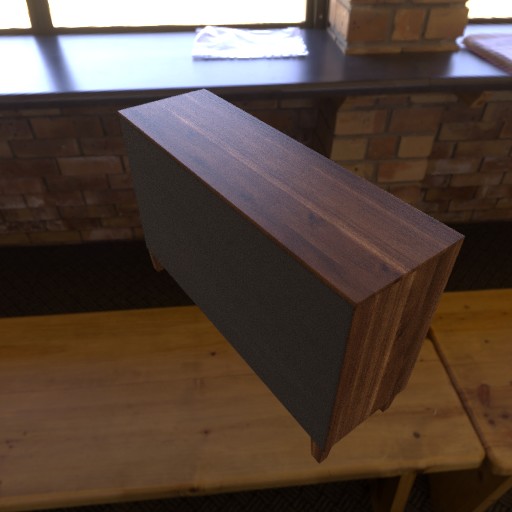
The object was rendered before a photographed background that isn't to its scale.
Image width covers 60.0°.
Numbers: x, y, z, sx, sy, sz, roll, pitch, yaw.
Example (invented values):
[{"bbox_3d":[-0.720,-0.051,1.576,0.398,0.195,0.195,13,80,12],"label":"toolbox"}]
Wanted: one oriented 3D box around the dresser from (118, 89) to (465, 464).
[{"bbox_3d":[0.000,0.000,1.853,0.438,0.892,1.387,-26,47,-27],"label":"dresser"}]
